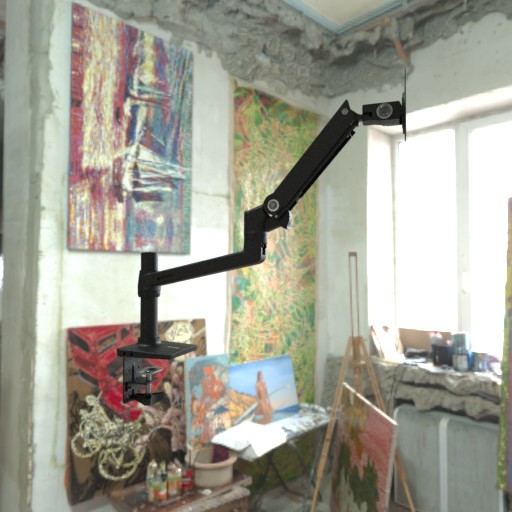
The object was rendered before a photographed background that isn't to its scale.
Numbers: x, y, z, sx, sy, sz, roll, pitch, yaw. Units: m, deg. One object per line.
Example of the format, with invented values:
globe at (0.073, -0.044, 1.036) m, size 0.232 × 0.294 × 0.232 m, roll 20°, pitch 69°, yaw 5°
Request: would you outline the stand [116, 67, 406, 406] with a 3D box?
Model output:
stand at (0.000, 0.000, 1.005) m, size 0.650 × 0.713 × 0.152 m, roll -1°, pitch -2°, yaw 18°
